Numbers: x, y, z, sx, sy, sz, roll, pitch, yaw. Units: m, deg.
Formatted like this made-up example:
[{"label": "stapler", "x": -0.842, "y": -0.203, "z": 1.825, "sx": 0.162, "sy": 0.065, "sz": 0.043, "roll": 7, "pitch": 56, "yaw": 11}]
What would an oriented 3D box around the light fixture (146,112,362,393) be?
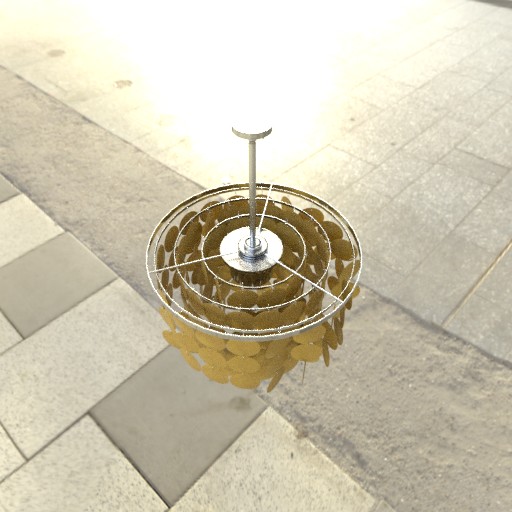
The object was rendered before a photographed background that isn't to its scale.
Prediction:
[{"label": "light fixture", "x": 0.000, "y": 0.000, "z": 0.747, "sx": 0.368, "sy": 0.492, "sz": 0.368, "roll": 0, "pitch": 46, "yaw": 0}]
